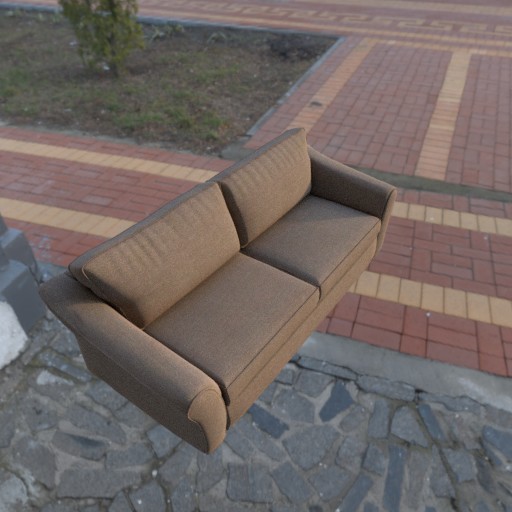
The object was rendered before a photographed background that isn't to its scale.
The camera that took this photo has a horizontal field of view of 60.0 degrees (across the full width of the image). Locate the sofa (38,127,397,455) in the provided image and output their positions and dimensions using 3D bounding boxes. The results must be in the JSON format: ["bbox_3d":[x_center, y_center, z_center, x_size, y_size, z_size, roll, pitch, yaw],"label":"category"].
[{"bbox_3d":[0.000,0.000,2.781,0.986,0.906,2.270,25,45,27],"label":"sofa"}]
